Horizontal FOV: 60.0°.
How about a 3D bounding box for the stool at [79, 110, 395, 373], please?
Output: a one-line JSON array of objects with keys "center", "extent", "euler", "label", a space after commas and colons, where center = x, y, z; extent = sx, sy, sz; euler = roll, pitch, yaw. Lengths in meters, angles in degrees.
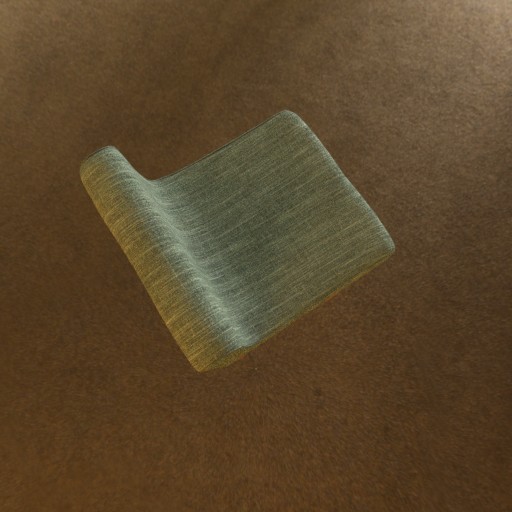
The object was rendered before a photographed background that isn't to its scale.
[{"center": [0.000, 0.000, 1.215], "extent": [0.499, 0.965, 0.426], "euler": [-32, 78, -8], "label": "stool"}]
